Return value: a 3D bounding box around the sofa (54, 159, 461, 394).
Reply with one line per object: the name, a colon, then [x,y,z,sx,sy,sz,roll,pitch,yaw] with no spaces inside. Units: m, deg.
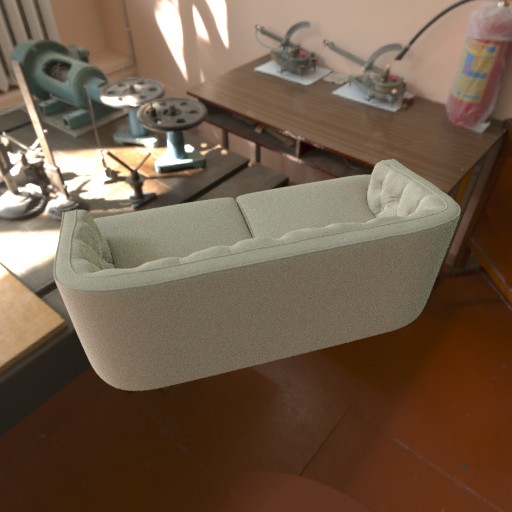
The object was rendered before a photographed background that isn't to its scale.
sofa: [0.000,0.000,2.231,1.733,0.855,0.941,-11,44,-12]
